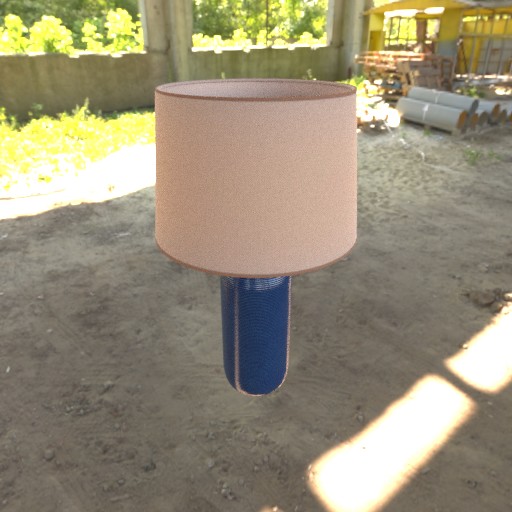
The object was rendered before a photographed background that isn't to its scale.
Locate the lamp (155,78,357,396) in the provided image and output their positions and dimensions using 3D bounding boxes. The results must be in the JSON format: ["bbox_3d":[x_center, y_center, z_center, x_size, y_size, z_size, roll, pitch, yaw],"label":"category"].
[{"bbox_3d":[0.000,0.000,0.847,0.367,0.609,0.367,0,26,0],"label":"lamp"}]
